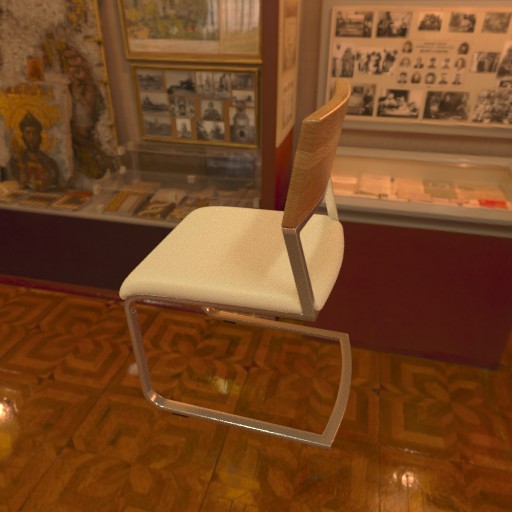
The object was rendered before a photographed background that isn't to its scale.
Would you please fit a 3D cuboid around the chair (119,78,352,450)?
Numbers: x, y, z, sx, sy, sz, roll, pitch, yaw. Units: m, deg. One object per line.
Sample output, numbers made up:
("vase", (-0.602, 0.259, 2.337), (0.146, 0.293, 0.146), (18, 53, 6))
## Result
("chair", (0.000, 0.000, 1.192), (0.585, 0.844, 0.467), (8, 31, 14))
